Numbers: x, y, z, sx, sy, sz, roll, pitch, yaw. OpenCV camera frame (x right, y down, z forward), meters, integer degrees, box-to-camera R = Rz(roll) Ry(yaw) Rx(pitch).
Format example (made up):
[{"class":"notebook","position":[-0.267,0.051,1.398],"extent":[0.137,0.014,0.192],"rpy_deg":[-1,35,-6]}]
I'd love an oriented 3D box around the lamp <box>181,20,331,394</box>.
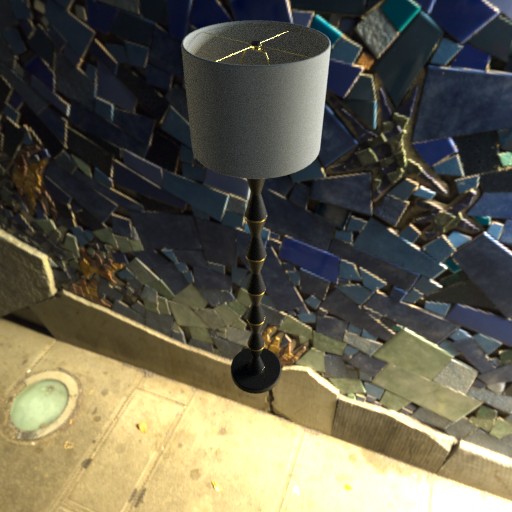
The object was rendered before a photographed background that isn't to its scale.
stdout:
[{"class":"lamp","position":[0.000,0.000,1.627],"extent":[0.381,1.480,0.381],"rpy_deg":[26,48,26]}]
